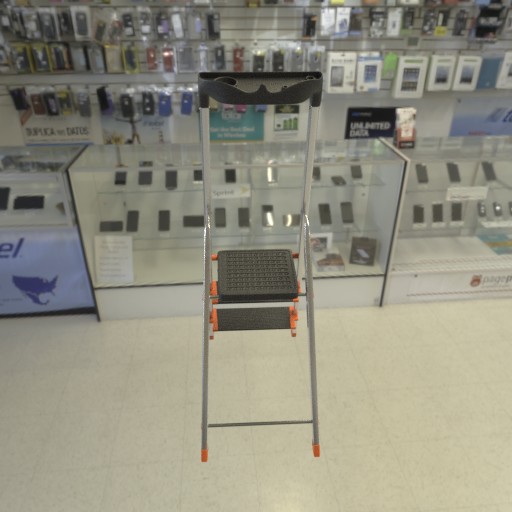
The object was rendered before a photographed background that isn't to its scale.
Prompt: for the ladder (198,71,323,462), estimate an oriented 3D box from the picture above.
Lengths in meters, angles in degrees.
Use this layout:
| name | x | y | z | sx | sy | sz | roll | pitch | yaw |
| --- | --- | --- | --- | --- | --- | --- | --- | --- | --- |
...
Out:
| name | x | y | z | sx | sy | sz | roll | pitch | yaw |
| --- | --- | --- | --- | --- | --- | --- | --- | --- | --- |
| ladder | 0.000 | 0.000 | 1.528 | 0.416 | 1.229 | 0.686 | -1 | 29 | -2 |
